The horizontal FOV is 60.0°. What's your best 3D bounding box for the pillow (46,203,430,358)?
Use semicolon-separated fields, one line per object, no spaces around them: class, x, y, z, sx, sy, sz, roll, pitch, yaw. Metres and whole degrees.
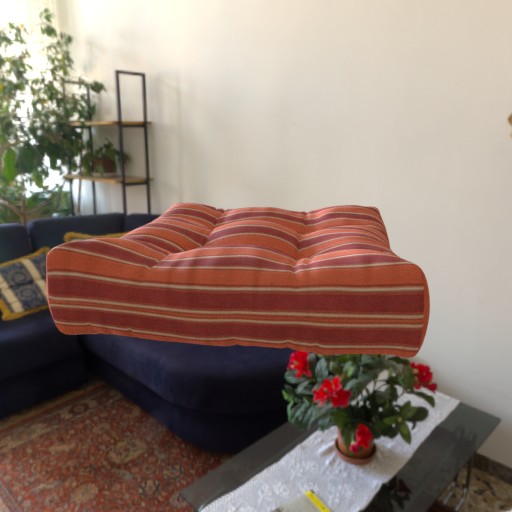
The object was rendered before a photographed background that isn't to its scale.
pillow;0.000;0.000;0.735;0.468;0.133;0.490;2;15;8
